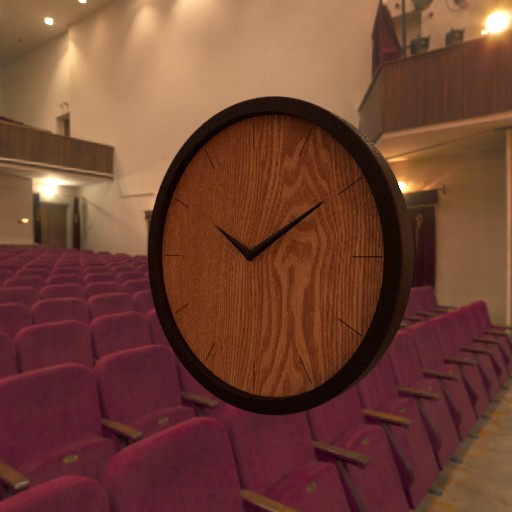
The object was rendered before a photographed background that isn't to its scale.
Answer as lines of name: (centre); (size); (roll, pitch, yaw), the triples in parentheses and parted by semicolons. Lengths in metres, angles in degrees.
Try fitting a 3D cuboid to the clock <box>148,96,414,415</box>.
clock: (0.000, 0.000, 0.456); (0.314, 0.314, 0.029); (0, 1, 38)
